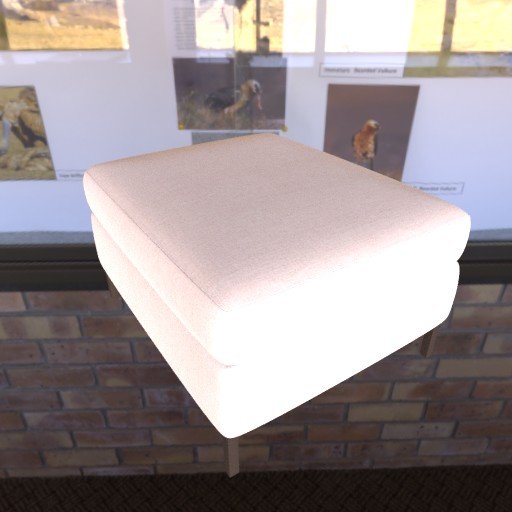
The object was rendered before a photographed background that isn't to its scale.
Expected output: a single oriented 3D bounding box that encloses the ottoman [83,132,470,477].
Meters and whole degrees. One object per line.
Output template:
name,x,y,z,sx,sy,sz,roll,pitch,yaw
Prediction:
ottoman,0.000,0.000,1.171,0.657,0.453,0.794,-19,36,-28
